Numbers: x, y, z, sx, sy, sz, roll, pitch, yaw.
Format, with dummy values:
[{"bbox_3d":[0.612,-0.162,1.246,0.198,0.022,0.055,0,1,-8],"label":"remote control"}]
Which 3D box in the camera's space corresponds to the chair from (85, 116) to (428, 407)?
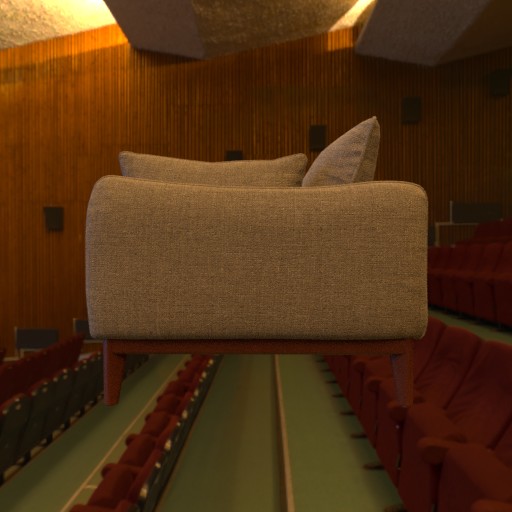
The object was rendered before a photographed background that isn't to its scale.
[{"bbox_3d":[0.000,0.000,1.680,0.976,0.839,0.993,0,1,1],"label":"chair"}]
